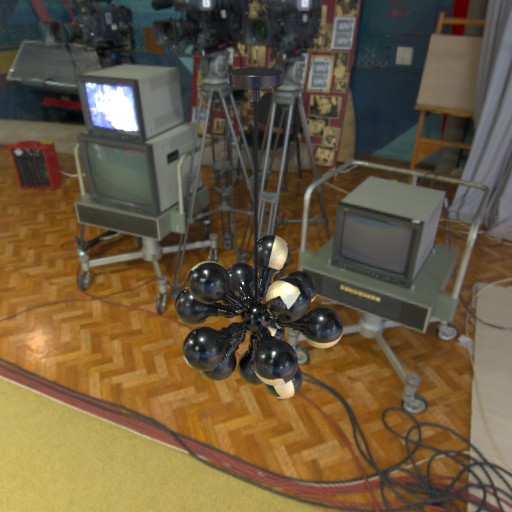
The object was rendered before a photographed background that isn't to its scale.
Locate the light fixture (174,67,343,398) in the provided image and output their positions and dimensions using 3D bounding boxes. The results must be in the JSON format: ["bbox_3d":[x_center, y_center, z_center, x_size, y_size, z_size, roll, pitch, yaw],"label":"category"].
[{"bbox_3d":[0.000,0.000,1.106,0.420,0.859,0.468,-8,32,-13],"label":"light fixture"}]
